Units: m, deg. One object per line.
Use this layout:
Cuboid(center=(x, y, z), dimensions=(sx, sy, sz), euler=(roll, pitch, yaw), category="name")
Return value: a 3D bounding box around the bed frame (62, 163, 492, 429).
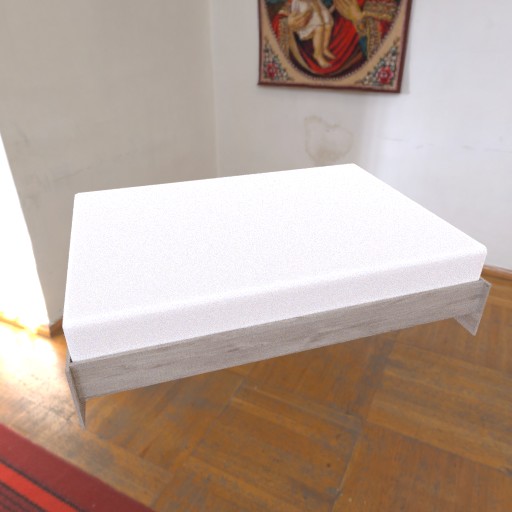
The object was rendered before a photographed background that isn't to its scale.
Cuboid(center=(0.000, 0.000, 2.530), dimensions=(1.945, 0.497, 1.445), euler=(-9, 31, -15), category="bed frame")
